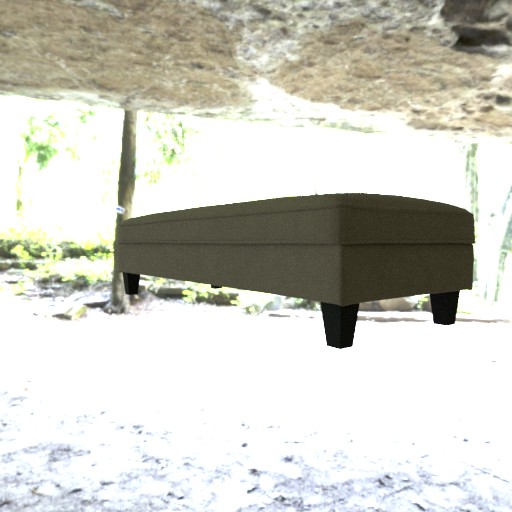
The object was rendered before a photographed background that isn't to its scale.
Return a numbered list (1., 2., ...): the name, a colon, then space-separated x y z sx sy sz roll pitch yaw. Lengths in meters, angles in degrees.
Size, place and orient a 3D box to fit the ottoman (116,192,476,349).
1. ottoman: 0.000 0.000 2.043 0.735 0.460 1.726 -1 2 -37
